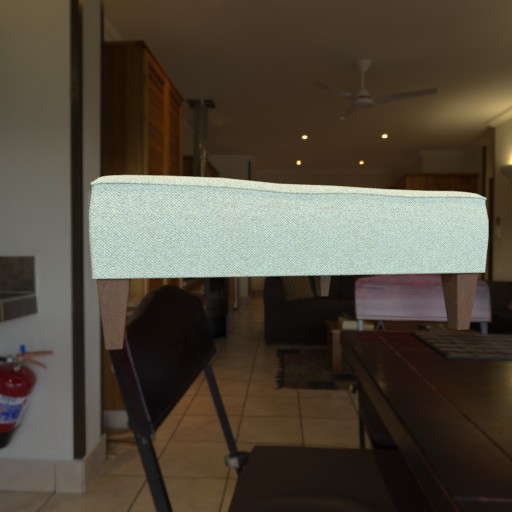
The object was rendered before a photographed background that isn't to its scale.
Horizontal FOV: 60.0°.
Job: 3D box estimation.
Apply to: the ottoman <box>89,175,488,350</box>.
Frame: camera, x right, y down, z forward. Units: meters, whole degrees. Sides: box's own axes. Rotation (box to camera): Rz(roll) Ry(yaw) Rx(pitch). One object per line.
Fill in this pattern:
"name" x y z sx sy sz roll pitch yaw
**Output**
"ottoman" 0.000 0.000 1.488 0.968 0.379 1.004 0 1 -15
